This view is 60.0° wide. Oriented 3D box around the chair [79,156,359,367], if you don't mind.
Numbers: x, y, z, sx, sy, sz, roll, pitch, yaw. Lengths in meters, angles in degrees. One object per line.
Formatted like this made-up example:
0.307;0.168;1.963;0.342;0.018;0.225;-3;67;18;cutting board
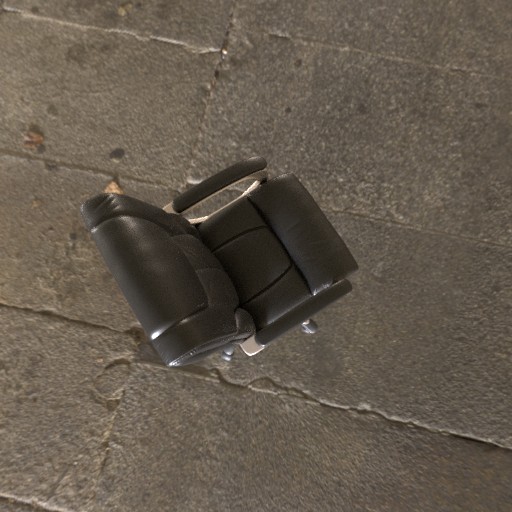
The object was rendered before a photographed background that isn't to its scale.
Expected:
0.000;0.000;1.635;0.780;1.145;0.700;-32;78;-7;chair
